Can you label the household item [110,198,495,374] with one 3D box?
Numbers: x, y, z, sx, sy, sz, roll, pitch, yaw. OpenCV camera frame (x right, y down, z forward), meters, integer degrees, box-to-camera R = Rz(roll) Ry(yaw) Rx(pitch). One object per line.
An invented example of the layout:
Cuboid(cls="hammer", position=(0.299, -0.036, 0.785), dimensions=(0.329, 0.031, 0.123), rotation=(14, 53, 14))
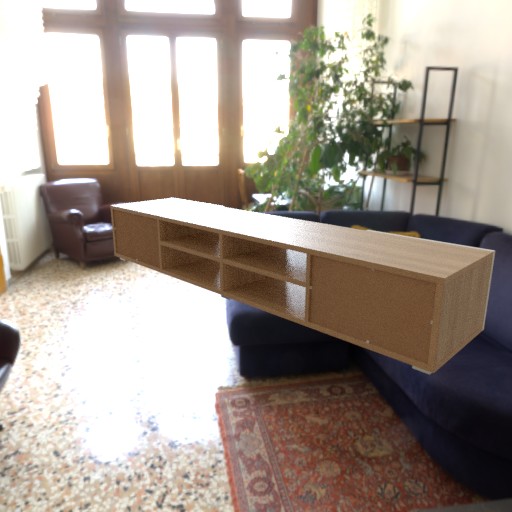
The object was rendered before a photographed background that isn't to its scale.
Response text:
Cuboid(cls="household item", position=(0.000, 0.000, 2.016), dimensions=(1.850, 0.310, 0.420), rotation=(14, 21, 42))
